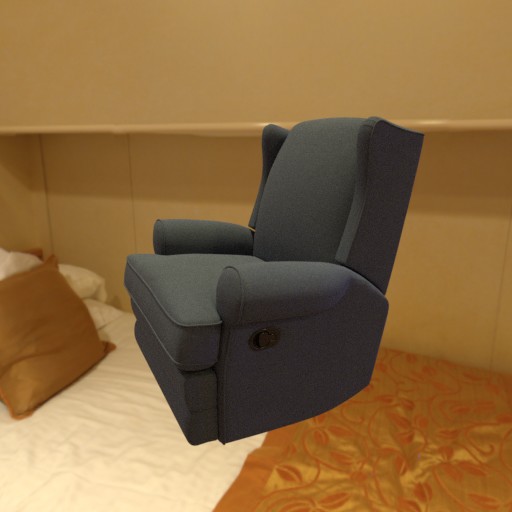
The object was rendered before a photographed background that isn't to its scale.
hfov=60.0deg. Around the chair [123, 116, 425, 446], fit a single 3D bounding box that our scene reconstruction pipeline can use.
[{"bbox_3d":[0.000,0.000,1.685,0.877,1.020,0.971,-7,16,-25],"label":"chair"}]
